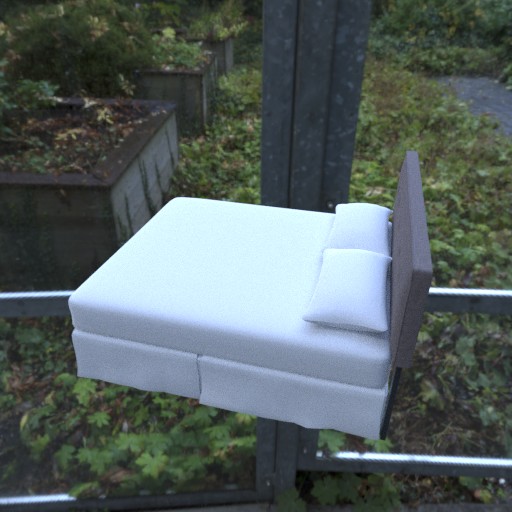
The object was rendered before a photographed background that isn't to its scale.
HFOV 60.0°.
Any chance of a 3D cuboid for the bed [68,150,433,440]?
[{"bbox_3d":[0.000,0.000,2.888,1.894,1.089,1.610,8,32,13],"label":"bed"}]
